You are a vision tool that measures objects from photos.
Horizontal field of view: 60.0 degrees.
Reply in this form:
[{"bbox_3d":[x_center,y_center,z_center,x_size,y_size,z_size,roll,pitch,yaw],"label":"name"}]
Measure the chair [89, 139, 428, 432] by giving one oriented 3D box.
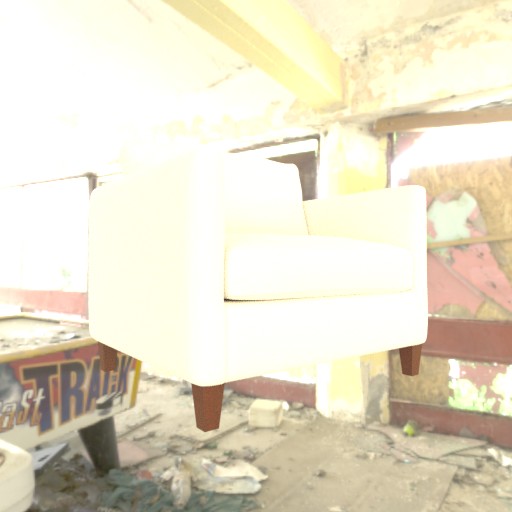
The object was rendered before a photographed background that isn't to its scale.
[{"bbox_3d":[0.000,0.000,1.688,1.019,0.885,0.878,0,-1,-37],"label":"chair"}]
